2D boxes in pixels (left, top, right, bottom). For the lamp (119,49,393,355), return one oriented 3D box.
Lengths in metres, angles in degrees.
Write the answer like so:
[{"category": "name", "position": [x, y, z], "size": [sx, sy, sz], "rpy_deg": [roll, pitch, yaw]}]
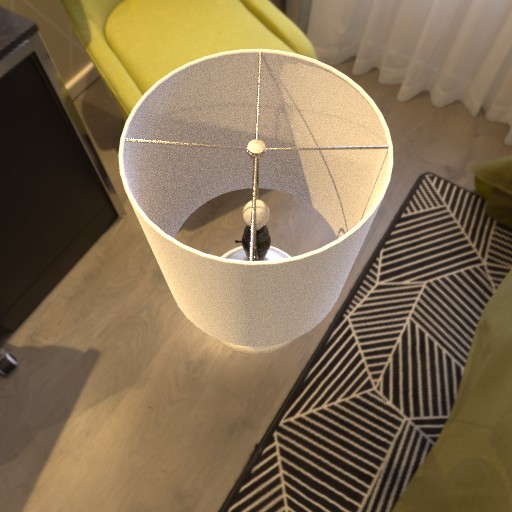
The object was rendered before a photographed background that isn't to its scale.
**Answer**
[{"category": "lamp", "position": [0.000, 0.000, 0.532], "size": [0.217, 0.404, 0.217], "rpy_deg": [2, 63, 1]}]
